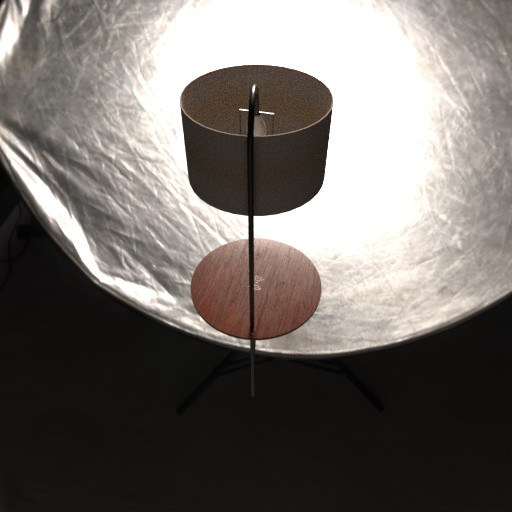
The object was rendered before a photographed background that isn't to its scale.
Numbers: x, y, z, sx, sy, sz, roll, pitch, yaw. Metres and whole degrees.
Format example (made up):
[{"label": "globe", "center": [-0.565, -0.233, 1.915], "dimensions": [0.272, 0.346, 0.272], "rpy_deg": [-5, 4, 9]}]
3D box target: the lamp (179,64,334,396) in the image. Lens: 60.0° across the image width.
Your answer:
[{"label": "lamp", "center": [0.000, 0.000, 1.821], "dimensions": [0.573, 1.517, 0.573], "rpy_deg": [0, 46, 0]}]
